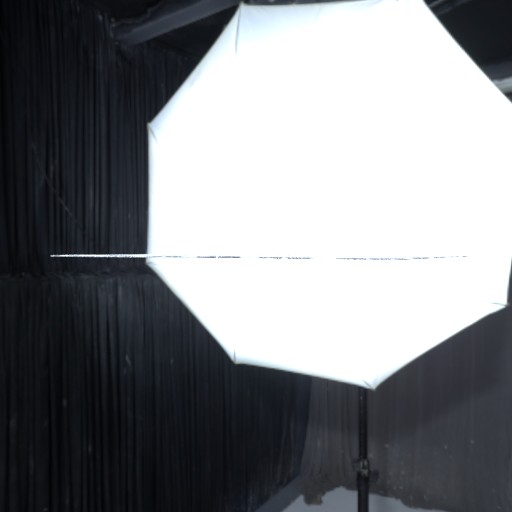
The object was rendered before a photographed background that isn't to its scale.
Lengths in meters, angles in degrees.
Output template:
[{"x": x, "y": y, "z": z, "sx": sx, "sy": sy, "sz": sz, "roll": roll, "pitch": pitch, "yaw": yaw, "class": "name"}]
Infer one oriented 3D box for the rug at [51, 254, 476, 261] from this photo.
[{"x": 0.000, "y": 0.000, "z": 2.967, "sx": 2.434, "sy": 0.015, "sz": 1.520, "roll": 0, "pitch": 1, "yaw": 36, "class": "rug"}]
